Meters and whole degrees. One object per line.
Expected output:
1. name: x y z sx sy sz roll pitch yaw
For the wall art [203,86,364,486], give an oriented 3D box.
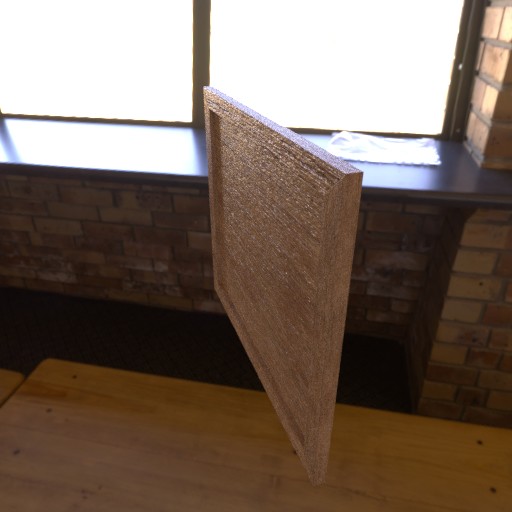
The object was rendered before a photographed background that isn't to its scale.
1. wall art: 0.000 0.000 0.946 0.026 0.588 0.690 -10 31 -17
